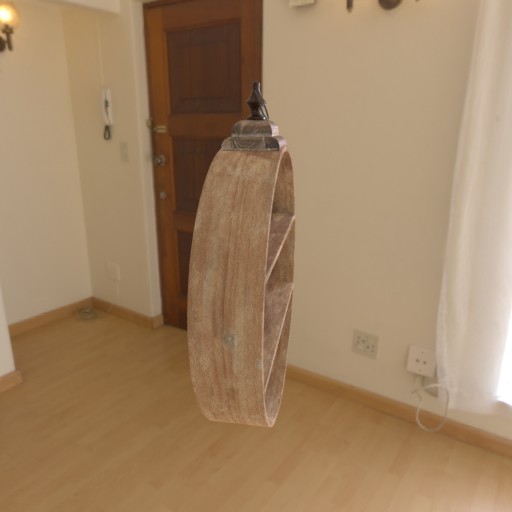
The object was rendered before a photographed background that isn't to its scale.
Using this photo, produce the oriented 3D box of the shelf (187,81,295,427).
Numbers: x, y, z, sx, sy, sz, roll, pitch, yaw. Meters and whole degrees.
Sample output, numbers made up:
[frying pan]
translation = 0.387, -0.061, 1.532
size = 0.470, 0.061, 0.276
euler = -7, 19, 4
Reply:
[shelf]
translation = 0.000, 0.000, 0.985
size = 0.125, 0.725, 0.601
euler = 3, 17, 9
